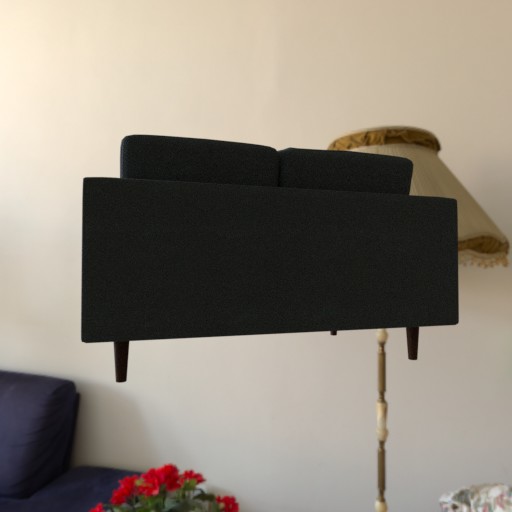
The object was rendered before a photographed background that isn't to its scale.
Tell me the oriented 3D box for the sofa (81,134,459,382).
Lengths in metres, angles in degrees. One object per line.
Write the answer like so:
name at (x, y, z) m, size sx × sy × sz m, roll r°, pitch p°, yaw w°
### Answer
sofa at (0.000, 0.000, 2.153) m, size 1.518 × 0.930 × 0.999 m, roll 0°, pitch -2°, yaw -18°
